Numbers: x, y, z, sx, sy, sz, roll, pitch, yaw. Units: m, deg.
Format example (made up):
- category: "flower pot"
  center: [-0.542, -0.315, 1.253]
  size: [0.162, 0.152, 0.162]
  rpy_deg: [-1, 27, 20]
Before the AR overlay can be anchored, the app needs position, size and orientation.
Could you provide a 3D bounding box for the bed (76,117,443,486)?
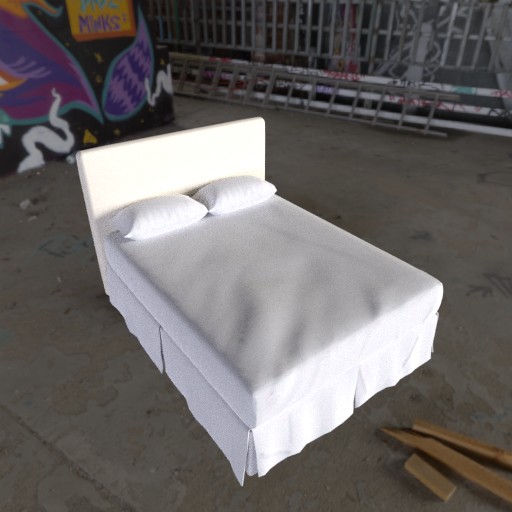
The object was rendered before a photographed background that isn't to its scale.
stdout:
- category: "bed"
  center: [0.000, 0.000, 3.184]
  size: [1.713, 1.330, 2.142]
  rpy_deg: [-21, 37, -31]
